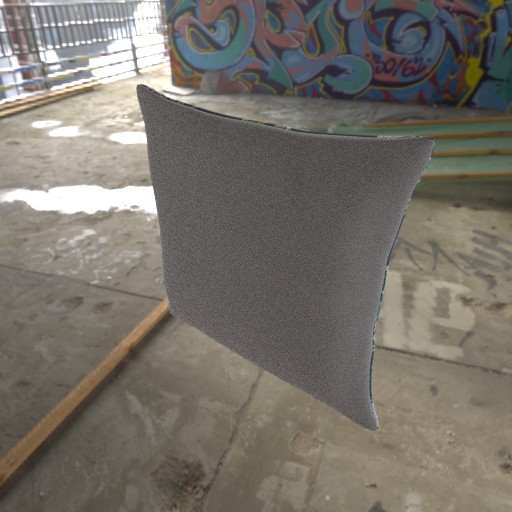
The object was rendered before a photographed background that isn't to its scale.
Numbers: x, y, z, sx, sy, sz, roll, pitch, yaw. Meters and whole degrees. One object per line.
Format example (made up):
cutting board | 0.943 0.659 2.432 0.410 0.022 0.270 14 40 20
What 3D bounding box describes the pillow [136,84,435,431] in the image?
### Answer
pillow | 0.000 0.000 0.766 0.525 0.508 0.166 23 38 33
